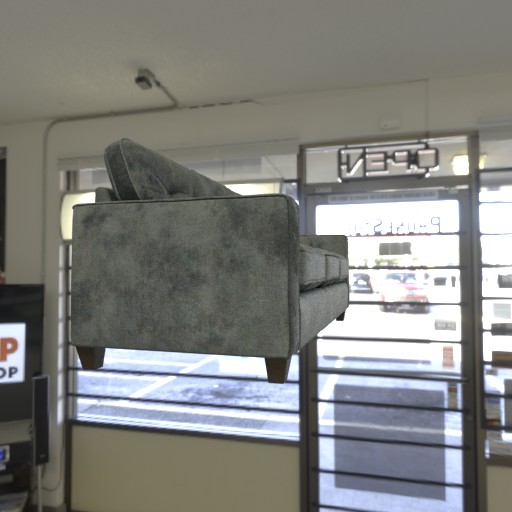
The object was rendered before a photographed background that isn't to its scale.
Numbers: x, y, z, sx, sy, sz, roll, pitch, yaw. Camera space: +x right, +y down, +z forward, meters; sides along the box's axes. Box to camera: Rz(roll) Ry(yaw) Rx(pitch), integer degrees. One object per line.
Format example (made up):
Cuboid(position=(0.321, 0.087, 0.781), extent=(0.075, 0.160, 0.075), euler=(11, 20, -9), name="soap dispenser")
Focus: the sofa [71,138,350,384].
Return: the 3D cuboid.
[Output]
Cuboid(position=(0.000, 0.000, 2.655), extent=(0.939, 0.965, 2.133), euler=(0, -2, 17), name="sofa")
